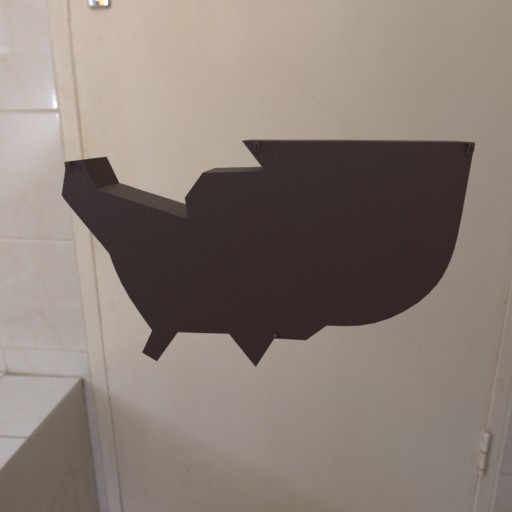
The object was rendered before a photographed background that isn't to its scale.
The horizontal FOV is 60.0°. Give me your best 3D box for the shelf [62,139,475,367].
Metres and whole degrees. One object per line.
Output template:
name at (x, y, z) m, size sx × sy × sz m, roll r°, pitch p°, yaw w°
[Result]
shelf at (0.000, 0.000, 0.868) m, size 0.729 × 0.439 × 0.112 m, roll 2°, pitch 16°, yaw 7°
